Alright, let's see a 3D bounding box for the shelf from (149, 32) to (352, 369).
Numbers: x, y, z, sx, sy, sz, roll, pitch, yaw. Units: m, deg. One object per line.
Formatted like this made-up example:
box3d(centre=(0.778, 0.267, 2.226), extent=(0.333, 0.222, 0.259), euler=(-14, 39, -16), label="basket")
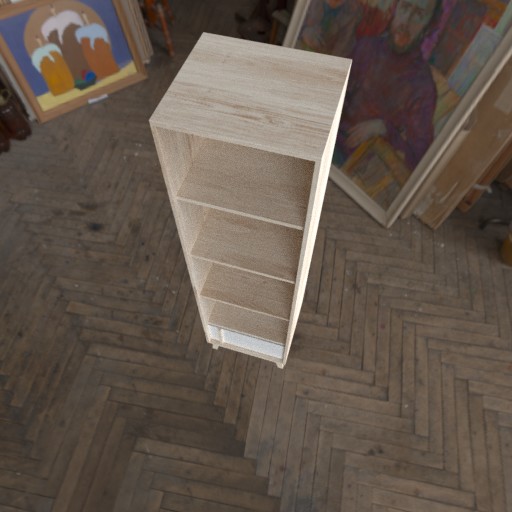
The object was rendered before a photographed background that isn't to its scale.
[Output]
box3d(centre=(0.000, 0.000, 2.186), extent=(0.510, 1.960, 0.450), euler=(15, 60, 9), label="shelf")
